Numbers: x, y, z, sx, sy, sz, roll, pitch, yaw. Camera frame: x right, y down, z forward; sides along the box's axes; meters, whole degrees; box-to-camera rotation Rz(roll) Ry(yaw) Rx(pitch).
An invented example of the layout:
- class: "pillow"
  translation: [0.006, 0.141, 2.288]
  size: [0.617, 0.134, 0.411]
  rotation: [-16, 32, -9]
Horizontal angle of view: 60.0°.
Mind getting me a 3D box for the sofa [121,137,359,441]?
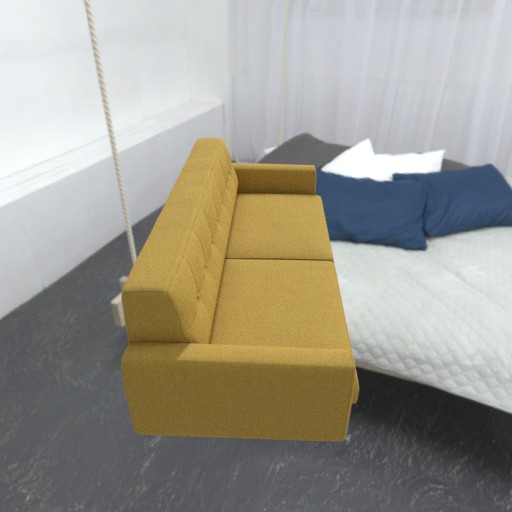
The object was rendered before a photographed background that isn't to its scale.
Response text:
- class: "sofa"
  translation: [0.000, 0.000, 2.511]
  size: [0.909, 0.841, 2.029]
  rotation: [1, 32, 2]
